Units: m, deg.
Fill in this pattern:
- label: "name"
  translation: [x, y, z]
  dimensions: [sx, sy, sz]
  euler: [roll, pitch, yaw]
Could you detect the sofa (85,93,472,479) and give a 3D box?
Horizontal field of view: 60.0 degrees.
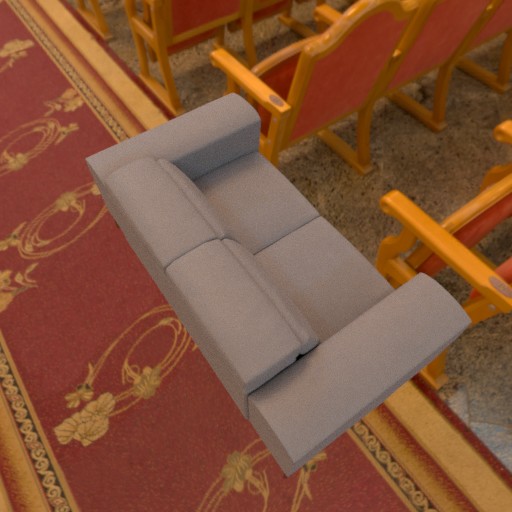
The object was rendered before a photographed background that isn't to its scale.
- label: "sofa"
  translation: [0.000, 0.000, 2.362]
  dimensions: [1.003, 0.779, 1.895]
  euler: [-31, 63, -18]
